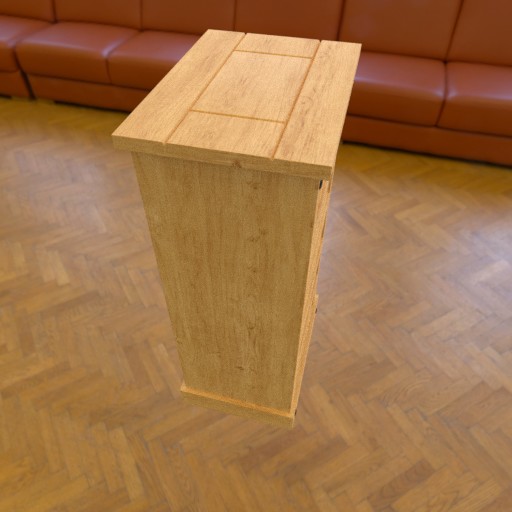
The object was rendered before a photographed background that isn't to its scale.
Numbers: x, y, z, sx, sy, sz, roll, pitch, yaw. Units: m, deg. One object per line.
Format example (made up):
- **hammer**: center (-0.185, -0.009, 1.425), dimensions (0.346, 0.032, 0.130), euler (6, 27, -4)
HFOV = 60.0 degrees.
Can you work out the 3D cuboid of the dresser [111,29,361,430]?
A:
- **dresser**: center (0.000, 0.000, 1.299), dimensions (0.390, 1.041, 0.531), euler (10, 47, 10)
